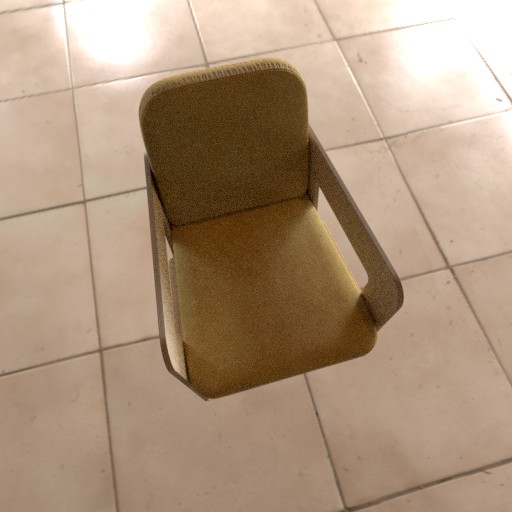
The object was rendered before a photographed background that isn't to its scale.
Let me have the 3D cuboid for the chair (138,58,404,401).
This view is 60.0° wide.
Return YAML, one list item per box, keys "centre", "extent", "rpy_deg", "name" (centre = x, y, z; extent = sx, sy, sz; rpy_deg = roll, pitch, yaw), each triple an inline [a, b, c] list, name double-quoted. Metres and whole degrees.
- centre: [0.000, 0.000, 1.300]
  extent: [0.590, 0.800, 0.710]
  rpy_deg: [-14, 64, -7]
  name: "chair"
